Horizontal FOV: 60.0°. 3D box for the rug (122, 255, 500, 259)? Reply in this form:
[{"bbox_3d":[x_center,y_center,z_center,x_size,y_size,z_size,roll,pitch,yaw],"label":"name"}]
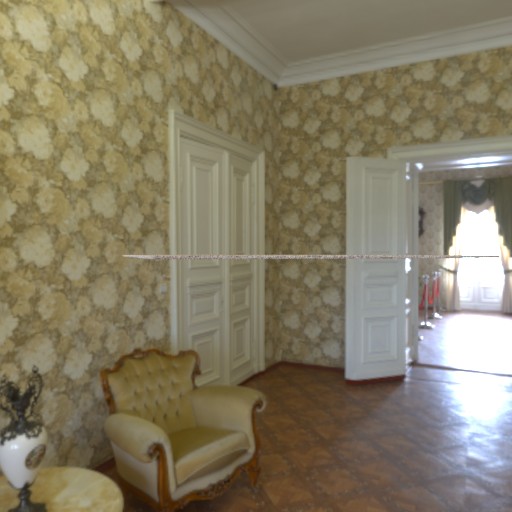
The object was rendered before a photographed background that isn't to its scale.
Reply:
[{"bbox_3d":[0.000,0.000,2.830,1.547,0.013,2.283,0,0,-19],"label":"rug"}]
